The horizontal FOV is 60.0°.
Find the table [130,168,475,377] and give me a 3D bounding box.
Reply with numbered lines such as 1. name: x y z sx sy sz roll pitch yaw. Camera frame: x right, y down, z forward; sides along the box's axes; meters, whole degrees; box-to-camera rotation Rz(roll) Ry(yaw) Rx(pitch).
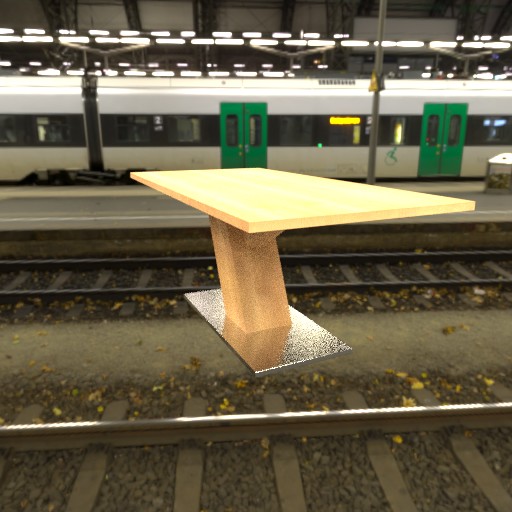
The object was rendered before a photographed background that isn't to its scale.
1. table: 0.000 0.000 2.298 0.900 0.750 1.800 -7 17 -24
